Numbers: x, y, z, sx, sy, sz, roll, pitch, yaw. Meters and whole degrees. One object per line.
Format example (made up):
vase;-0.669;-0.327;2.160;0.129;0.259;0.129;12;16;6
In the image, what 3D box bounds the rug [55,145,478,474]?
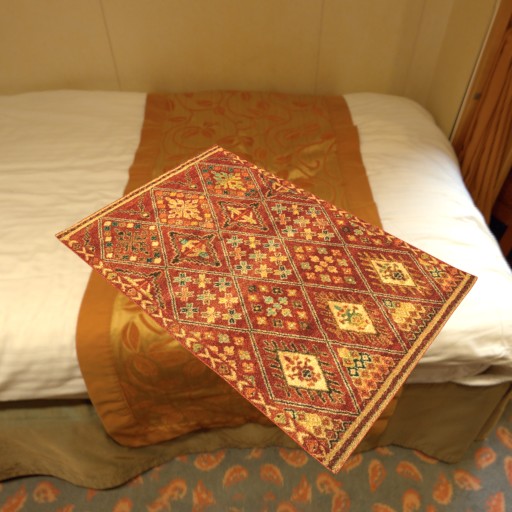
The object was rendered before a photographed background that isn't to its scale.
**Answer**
rug;0.000;0.000;2.840;2.286;0.026;1.521;33;54;28
